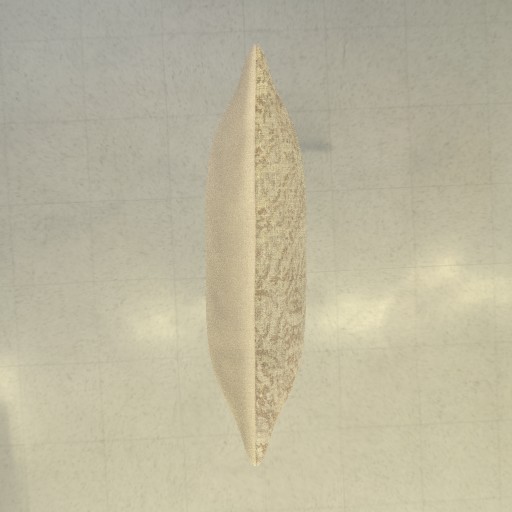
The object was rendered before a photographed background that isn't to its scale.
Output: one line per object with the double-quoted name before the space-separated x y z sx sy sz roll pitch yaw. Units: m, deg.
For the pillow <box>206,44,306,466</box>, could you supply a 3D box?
"pillow" 0.000 0.000 0.791 0.166 0.510 0.523 0 91 -1
